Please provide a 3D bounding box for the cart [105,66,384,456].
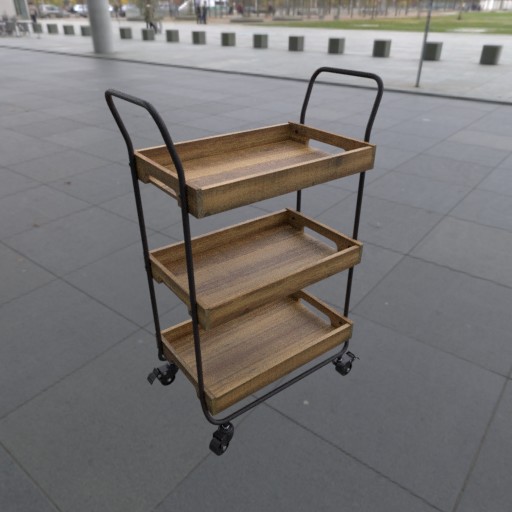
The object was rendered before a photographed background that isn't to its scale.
[{"bbox_3d":[0.000,0.000,1.150,0.583,0.857,0.339,-20,35,-31],"label":"cart"}]
